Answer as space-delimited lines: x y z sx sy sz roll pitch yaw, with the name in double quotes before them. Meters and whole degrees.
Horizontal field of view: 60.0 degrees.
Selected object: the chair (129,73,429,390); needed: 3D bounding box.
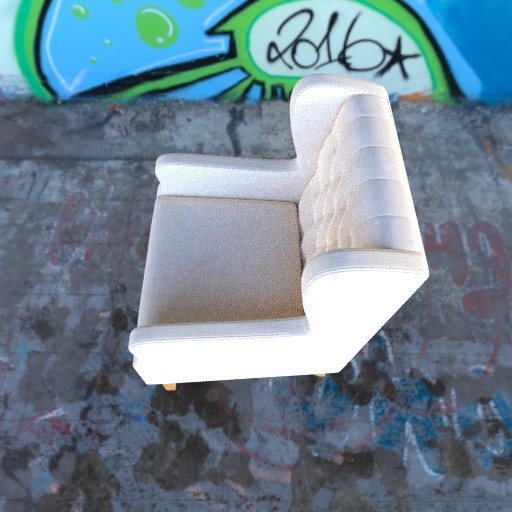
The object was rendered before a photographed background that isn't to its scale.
"chair" 0.000 0.000 1.474 0.760 0.930 0.710 0 59 0
